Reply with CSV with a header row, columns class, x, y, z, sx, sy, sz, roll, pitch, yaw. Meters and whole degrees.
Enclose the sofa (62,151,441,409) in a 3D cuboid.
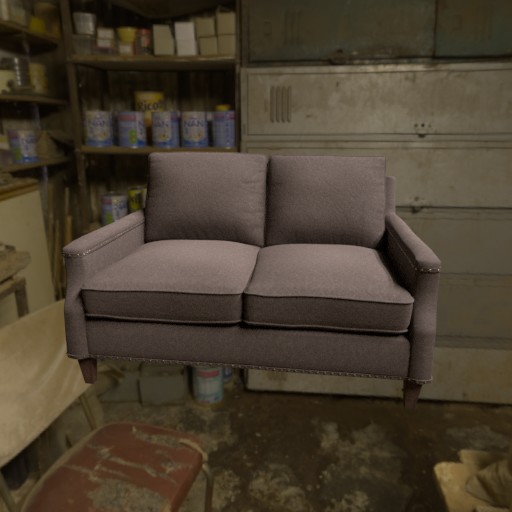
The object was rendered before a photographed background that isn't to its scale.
class,x,y,z,sx,sy,sz,roll,pitch,yaw
sofa,0.000,0.000,2.290,1.597,1.003,1.084,2,17,7
